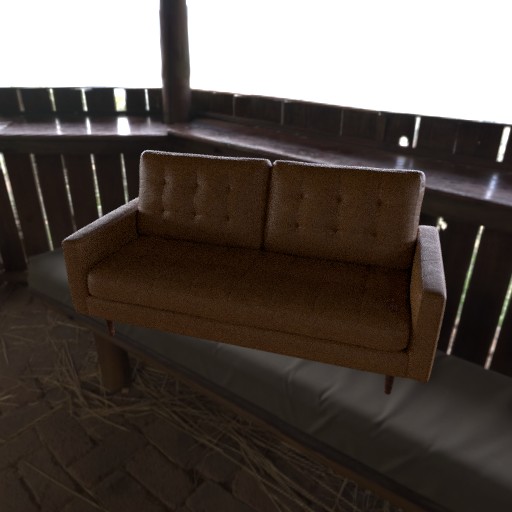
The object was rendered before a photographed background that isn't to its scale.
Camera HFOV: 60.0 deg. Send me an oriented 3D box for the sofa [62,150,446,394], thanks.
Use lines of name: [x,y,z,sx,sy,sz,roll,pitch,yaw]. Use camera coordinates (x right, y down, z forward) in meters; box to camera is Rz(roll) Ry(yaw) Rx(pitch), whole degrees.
sofa: [0.000,0.000,2.339,1.821,0.898,0.850,8,27,16]
